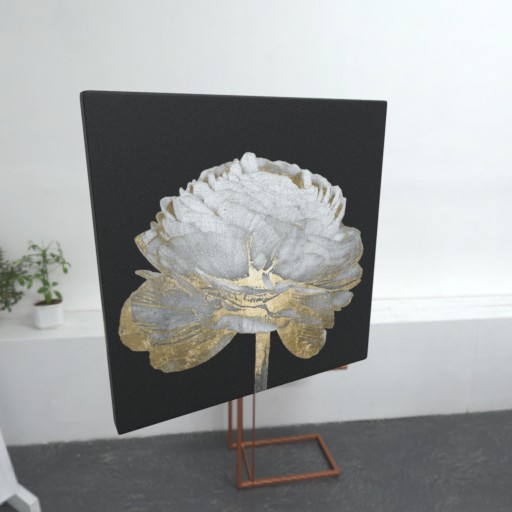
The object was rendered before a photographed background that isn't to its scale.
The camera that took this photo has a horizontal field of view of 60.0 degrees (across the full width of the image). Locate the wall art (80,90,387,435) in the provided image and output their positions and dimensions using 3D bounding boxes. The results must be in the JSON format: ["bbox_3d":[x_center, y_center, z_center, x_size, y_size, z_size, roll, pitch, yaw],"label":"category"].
[{"bbox_3d":[0.000,0.000,0.902,0.610,0.611,0.043,-9,18,-27],"label":"wall art"}]
